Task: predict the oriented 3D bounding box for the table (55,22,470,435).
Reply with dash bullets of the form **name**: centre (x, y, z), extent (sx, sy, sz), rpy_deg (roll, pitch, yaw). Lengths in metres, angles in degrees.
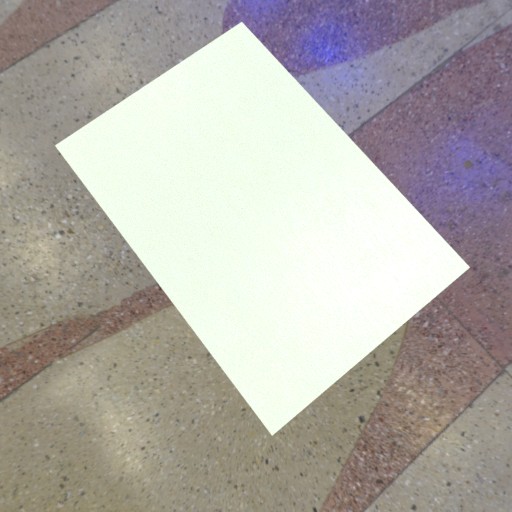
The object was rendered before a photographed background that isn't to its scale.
- **table**: centre (0.000, 0.000, 1.074), extent (0.406, 0.711, 0.589), rpy_deg (-38, 79, -9)
